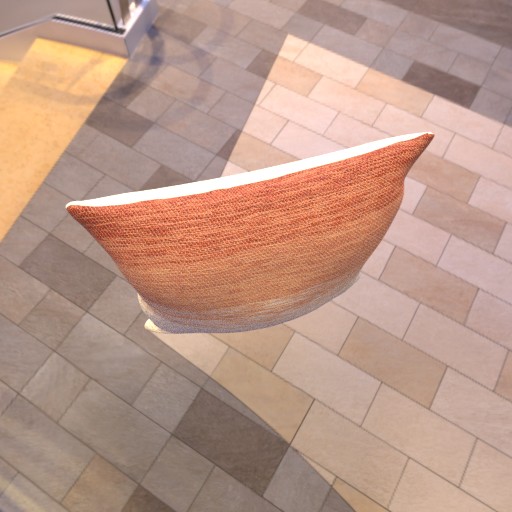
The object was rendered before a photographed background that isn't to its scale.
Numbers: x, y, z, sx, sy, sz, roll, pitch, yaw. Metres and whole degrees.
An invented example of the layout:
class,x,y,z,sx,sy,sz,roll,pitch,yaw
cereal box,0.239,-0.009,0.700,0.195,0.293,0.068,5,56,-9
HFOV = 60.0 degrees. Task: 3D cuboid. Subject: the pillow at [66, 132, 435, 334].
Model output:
class,x,y,z,sx,sy,sz,roll,pitch,yaw
pillow,0.000,0.000,0.687,0.440,0.441,0.182,-13,64,-6
